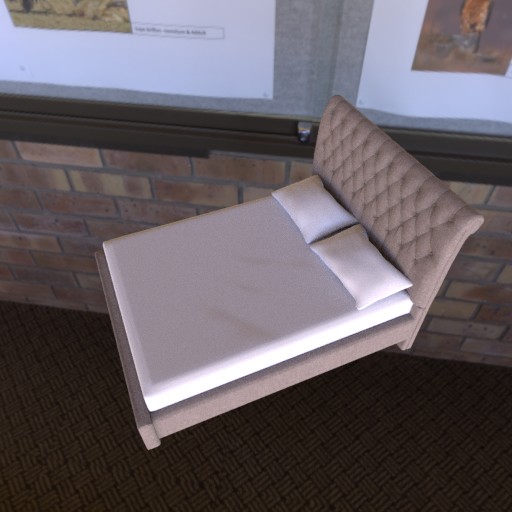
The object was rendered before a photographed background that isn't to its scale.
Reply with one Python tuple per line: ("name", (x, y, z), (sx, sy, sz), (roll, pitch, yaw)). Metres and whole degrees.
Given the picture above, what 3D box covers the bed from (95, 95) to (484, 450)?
("bed", (0.000, 0.000, 3.301), (2.252, 1.371, 1.645), (-17, 49, -16))
